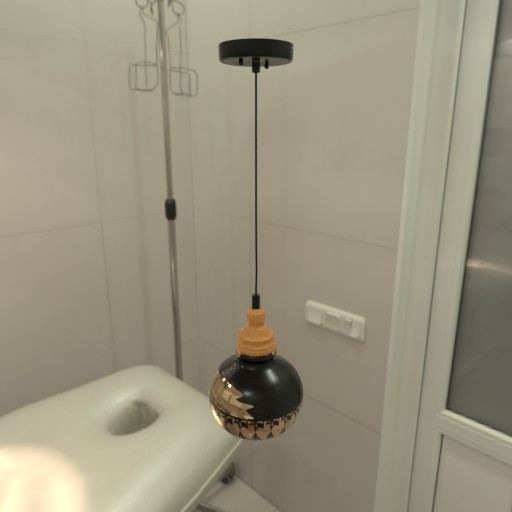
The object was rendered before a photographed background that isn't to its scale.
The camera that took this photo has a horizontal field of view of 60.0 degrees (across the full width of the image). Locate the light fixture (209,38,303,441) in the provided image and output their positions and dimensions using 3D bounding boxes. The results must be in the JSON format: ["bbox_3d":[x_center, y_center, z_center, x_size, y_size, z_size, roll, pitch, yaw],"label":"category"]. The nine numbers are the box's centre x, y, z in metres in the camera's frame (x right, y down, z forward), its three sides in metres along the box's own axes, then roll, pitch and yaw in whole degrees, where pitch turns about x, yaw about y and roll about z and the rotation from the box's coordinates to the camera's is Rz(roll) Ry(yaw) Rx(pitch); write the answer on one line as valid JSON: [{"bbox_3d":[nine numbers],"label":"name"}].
[{"bbox_3d":[0.000,0.000,1.848,0.430,1.606,0.430,-15,22,-43],"label":"light fixture"}]
